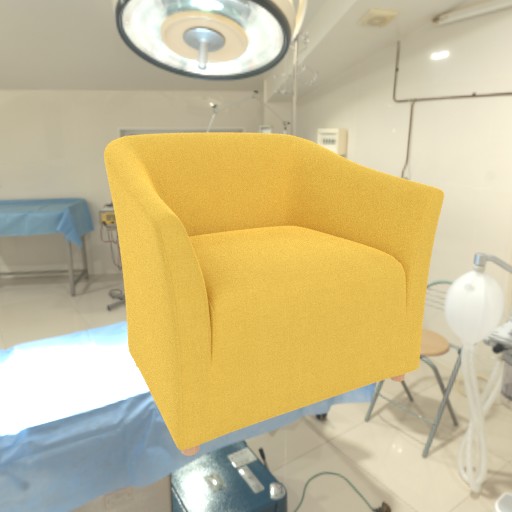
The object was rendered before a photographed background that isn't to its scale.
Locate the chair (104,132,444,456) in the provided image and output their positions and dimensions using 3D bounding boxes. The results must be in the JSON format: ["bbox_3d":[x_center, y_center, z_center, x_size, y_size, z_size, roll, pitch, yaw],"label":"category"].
[{"bbox_3d":[0.000,0.000,1.351,0.790,0.720,0.700,-8,18,-27],"label":"chair"}]
